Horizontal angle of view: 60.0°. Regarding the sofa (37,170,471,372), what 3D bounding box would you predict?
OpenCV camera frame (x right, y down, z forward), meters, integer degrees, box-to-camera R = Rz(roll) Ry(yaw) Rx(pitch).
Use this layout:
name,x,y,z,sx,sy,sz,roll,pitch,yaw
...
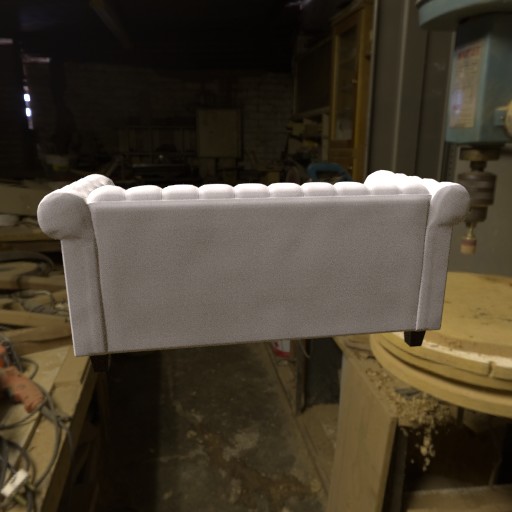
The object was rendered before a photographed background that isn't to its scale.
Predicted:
name,x,y,z,sx,sy,sz,roll,pitch,yaw
sofa,0.000,0.000,2.247,1.798,0.796,0.771,-2,16,-9
